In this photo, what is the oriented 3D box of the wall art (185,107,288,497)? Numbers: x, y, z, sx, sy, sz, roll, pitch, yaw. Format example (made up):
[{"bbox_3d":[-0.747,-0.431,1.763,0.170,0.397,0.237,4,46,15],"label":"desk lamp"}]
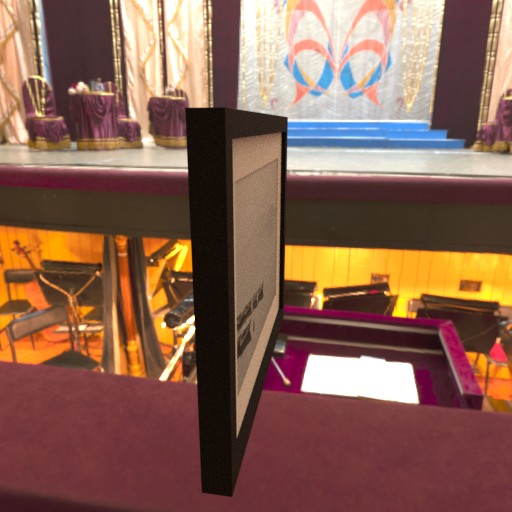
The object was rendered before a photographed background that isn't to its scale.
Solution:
[{"bbox_3d":[0.000,0.000,0.533,0.028,0.325,0.397,3,17,10],"label":"wall art"}]
